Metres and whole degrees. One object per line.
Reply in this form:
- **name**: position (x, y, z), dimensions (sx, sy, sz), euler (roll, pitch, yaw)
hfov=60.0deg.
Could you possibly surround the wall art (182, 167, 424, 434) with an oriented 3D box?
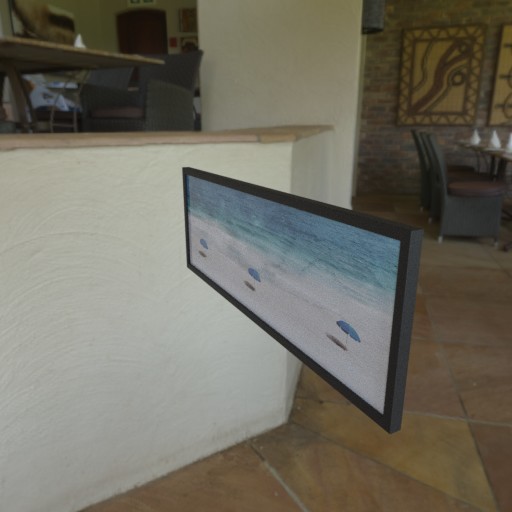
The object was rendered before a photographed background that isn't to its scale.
- **wall art**: position (0.000, 0.000, 1.761), dimensions (0.041, 0.554, 1.572), euler (-9, 19, -27)
